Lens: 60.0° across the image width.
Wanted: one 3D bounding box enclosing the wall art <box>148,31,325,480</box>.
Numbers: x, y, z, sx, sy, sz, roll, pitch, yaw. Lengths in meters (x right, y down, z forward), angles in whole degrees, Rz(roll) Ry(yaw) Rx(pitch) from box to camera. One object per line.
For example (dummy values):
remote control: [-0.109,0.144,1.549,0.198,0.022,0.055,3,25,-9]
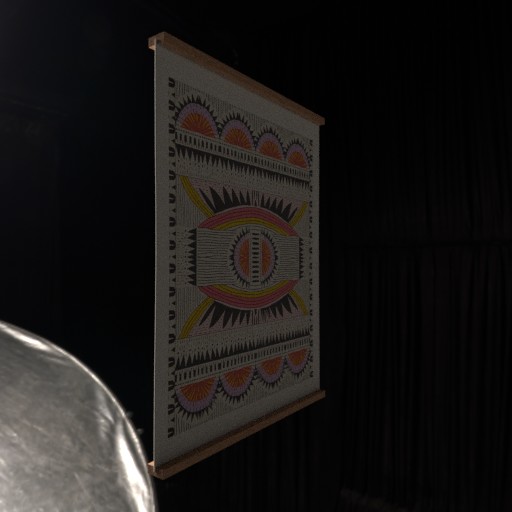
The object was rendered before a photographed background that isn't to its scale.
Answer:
wall art: [0.000,0.000,0.689,0.028,0.527,0.403,-1,-1,37]
